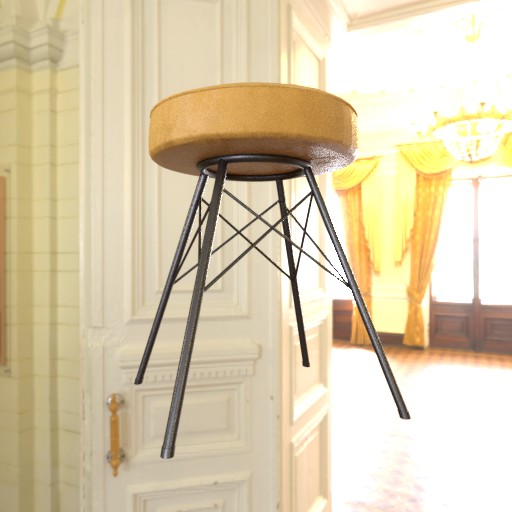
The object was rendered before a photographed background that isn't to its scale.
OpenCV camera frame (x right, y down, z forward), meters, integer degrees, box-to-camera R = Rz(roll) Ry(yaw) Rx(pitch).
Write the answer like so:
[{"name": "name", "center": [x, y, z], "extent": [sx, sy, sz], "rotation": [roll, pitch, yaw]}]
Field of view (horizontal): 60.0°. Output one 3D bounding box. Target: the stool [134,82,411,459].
[{"name": "stool", "center": [0.000, 0.000, 0.926], "extent": [0.472, 0.595, 0.438], "rotation": [0, 0, -19]}]
